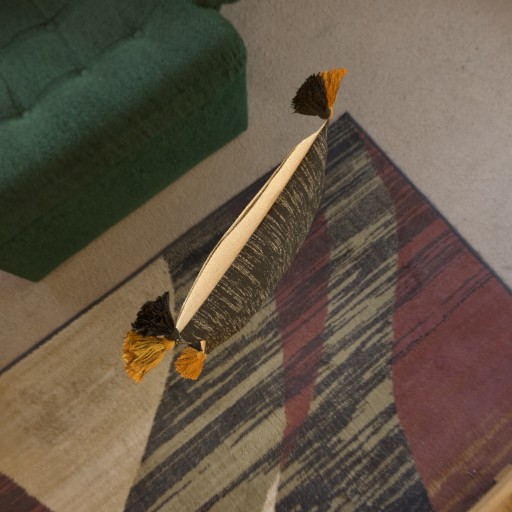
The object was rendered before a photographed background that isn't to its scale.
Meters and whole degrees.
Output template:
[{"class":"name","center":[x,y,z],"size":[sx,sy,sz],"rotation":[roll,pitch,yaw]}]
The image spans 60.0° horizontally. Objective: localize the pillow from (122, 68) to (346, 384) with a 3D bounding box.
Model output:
[{"class":"pillow","center":[0.000,0.000,0.974],"size":[0.139,0.659,0.654],"rotation":[33,78,8]}]
